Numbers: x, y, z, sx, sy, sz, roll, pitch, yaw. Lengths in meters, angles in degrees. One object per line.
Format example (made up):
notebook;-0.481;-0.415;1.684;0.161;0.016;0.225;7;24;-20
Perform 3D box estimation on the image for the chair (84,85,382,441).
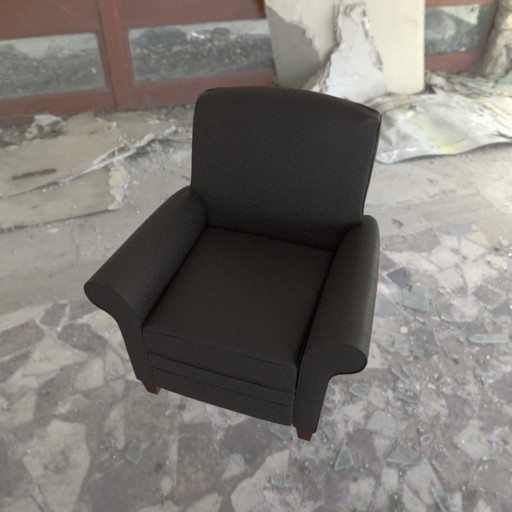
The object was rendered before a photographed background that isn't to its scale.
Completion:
chair;0.000;0.000;1.779;0.978;1.061;0.902;12;42;14
